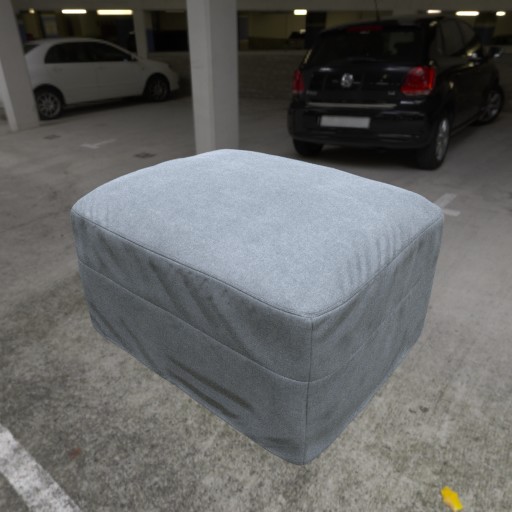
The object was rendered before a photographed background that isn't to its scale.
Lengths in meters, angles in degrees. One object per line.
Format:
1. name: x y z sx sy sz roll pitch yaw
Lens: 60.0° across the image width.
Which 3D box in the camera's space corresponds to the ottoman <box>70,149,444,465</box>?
1. ottoman: 0.000 0.000 1.249 0.837 0.481 0.683 22 36 34
